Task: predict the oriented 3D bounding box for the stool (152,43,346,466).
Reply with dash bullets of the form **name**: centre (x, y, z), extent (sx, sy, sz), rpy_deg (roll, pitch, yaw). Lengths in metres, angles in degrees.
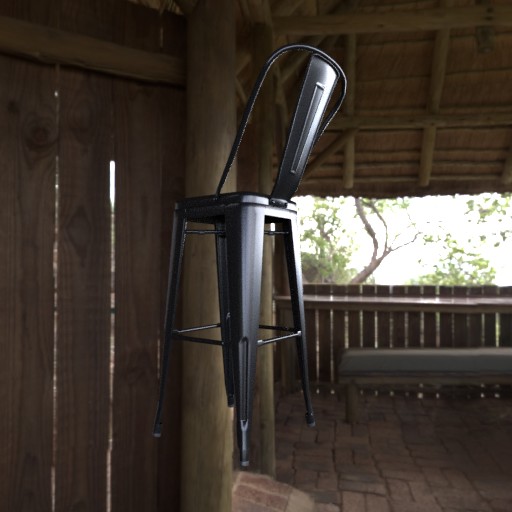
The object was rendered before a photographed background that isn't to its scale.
- **stool**: centre (0.000, 0.000, 1.355), extent (0.513, 1.096, 0.399), rpy_deg (-1, -2, 36)
